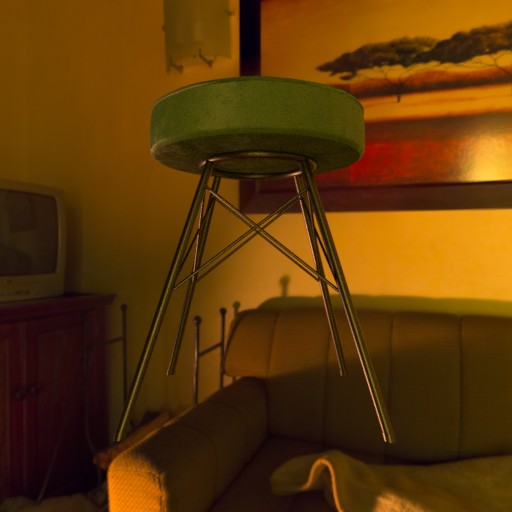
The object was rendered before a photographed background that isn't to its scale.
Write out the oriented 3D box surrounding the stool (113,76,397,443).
[{"bbox_3d":[0.000,0.000,0.907,0.457,0.595,0.430,0,0,1],"label":"stool"}]
